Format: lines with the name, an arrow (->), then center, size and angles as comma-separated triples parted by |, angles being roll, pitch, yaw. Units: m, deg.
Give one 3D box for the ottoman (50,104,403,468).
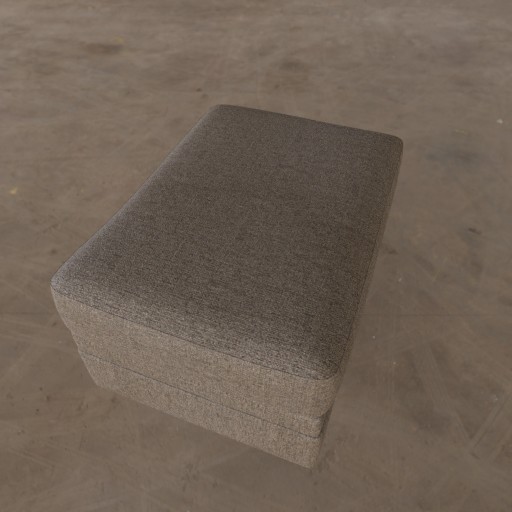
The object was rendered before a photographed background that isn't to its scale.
ottoman -> 0.000, 0.000, 1.241 | 0.637, 0.478, 0.885 | 15, 48, 15
